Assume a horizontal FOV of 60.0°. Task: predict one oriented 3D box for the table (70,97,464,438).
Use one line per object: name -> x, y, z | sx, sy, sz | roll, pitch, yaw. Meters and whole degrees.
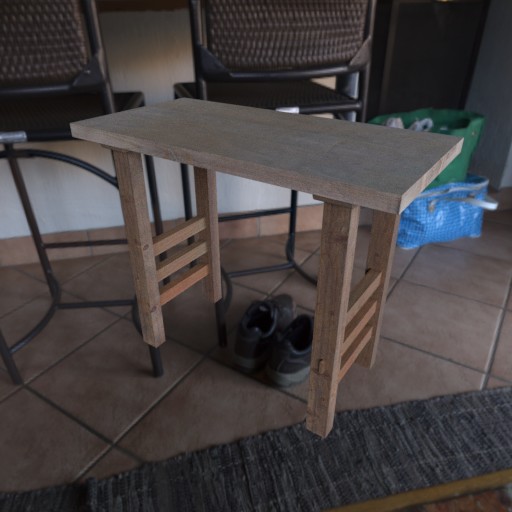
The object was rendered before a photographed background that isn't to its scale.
table -> 0.000, 0.000, 1.620 | 1.119, 0.914, 0.556 | 19, 35, 29
